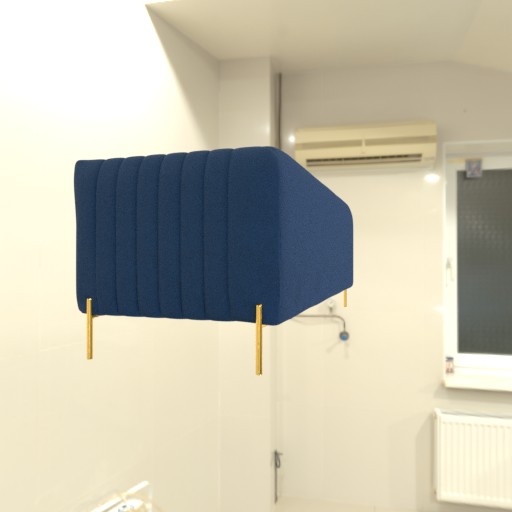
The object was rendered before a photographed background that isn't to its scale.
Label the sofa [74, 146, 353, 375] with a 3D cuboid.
[{"bbox_3d":[0.000,0.000,2.589,0.896,0.793,2.136,0,0,19],"label":"sofa"}]
